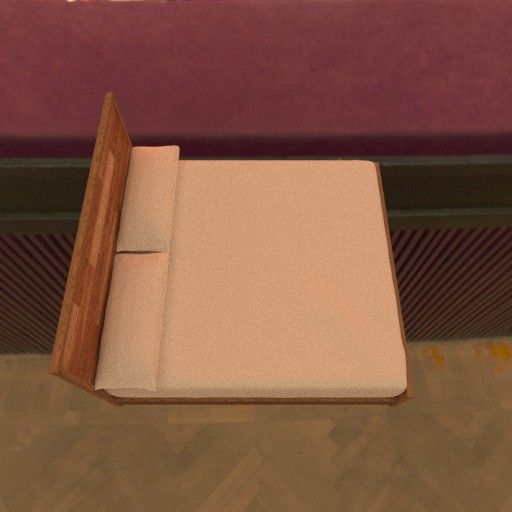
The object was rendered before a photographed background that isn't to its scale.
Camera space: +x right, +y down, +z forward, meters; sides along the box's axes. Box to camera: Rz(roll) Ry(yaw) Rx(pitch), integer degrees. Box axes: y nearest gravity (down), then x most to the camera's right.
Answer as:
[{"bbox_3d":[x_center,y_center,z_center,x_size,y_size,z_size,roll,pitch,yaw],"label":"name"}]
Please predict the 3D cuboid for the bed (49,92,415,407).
[{"bbox_3d":[0.000,0.000,3.357,2.184,1.295,2.013,0,64,0],"label":"bed"}]
